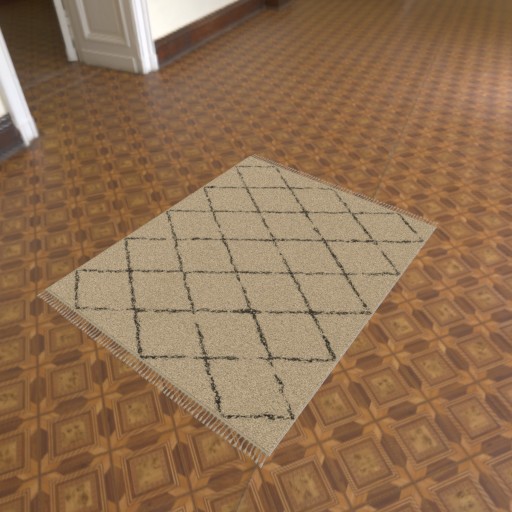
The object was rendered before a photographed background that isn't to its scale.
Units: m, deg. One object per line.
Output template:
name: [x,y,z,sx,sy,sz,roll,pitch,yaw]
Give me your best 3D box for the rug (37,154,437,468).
rug: [0.000,0.000,4.142,2.380,0.013,3.051,27,48,27]
